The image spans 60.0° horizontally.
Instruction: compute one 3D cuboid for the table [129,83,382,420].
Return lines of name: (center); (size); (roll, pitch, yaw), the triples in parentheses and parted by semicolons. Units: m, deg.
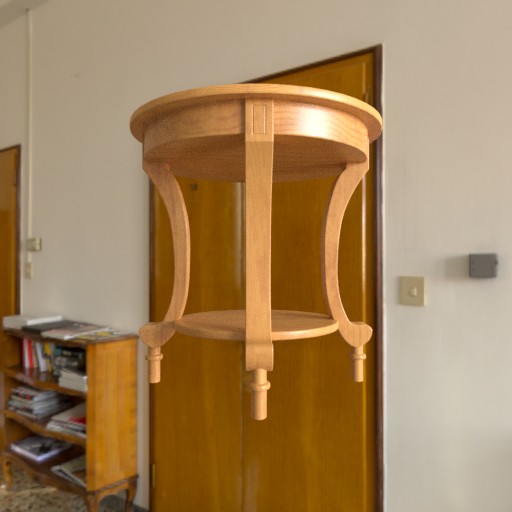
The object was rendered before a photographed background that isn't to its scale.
table: (0.000, 0.000, 1.086); (0.597, 0.612, 0.597); (0, 0, 0)
